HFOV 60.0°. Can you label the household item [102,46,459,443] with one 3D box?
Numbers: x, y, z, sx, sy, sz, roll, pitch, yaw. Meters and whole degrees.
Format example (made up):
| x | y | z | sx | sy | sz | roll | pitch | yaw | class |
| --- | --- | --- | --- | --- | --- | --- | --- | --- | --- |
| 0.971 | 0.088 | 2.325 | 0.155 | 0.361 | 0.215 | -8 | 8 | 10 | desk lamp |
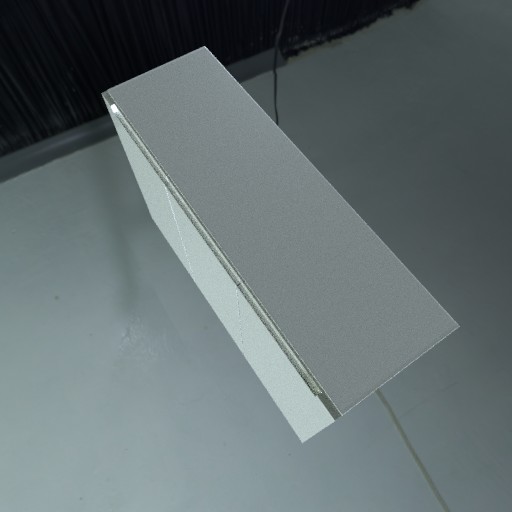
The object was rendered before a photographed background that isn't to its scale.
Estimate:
| x | y | z | sx | sy | sz | roll | pitch | yaw | class |
| --- | --- | --- | --- | --- | --- | --- | --- | --- | --- |
| 0.000 | 0.000 | 1.747 | 0.420 | 0.867 | 1.300 | -31 | 68 | -14 | household item |
